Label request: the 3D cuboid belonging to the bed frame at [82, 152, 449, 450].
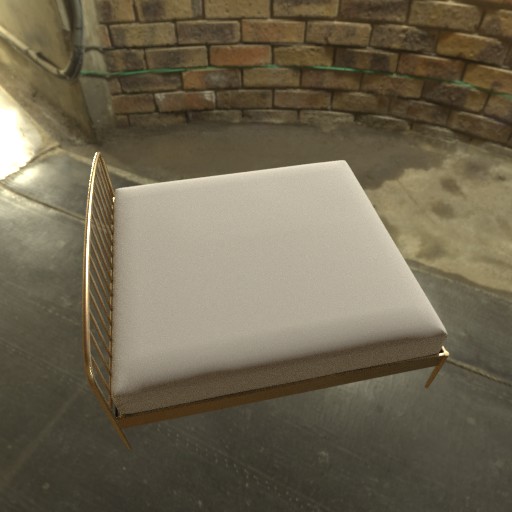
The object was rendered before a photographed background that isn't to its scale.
[{"bbox_3d":[0.000,0.000,3.306,2.152,1.174,2.016,-9,48,-8],"label":"bed frame"}]
